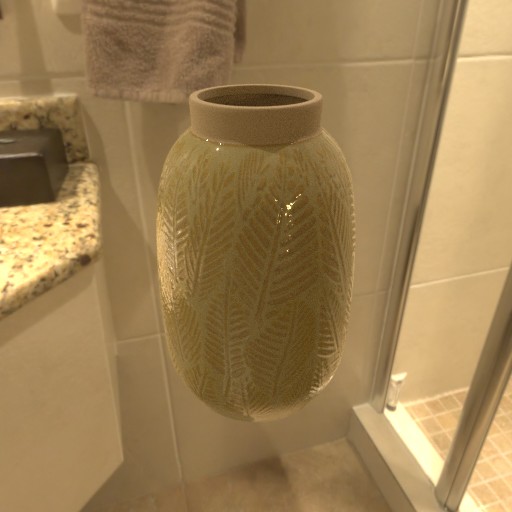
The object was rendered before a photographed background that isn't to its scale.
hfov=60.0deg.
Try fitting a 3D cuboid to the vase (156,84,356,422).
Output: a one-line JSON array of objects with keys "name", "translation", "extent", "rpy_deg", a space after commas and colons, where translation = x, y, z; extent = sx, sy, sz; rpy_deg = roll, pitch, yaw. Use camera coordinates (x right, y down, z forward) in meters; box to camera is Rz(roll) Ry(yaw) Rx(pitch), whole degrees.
[{"name": "vase", "translation": [0.000, 0.000, 0.388], "extent": [0.172, 0.270, 0.172], "rpy_deg": [0, 30, 0]}]
